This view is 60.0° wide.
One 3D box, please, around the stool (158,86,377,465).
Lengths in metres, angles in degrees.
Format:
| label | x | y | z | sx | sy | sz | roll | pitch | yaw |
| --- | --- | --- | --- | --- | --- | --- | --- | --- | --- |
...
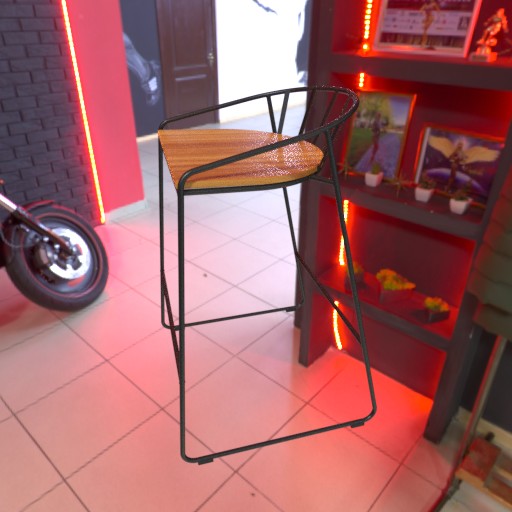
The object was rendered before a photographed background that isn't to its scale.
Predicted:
| label | x | y | z | sx | sy | sz | roll | pitch | yaw |
| --- | --- | --- | --- | --- | --- | --- | --- | --- | --- |
| stool | 0.000 | 0.000 | 1.164 | 0.521 | 0.812 | 0.546 | -8 | 30 | -13 |
